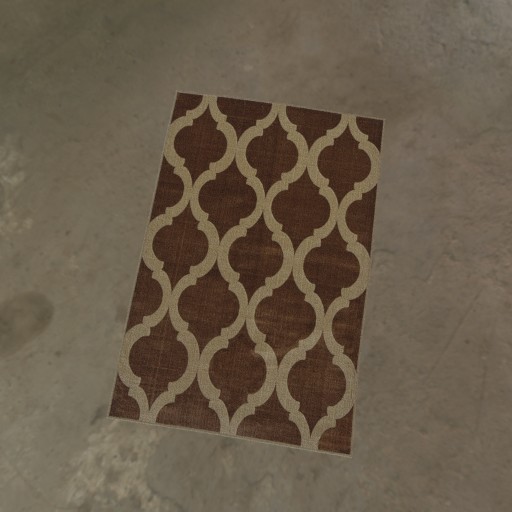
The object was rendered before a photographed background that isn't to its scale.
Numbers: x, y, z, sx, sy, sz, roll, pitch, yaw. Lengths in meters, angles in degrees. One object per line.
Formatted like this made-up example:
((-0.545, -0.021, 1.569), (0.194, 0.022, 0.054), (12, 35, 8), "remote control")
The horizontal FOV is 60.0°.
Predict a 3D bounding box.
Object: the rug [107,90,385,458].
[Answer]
((0.000, 0.000, 2.945), (1.526, 0.014, 2.290), (8, 77, 2), "rug")
